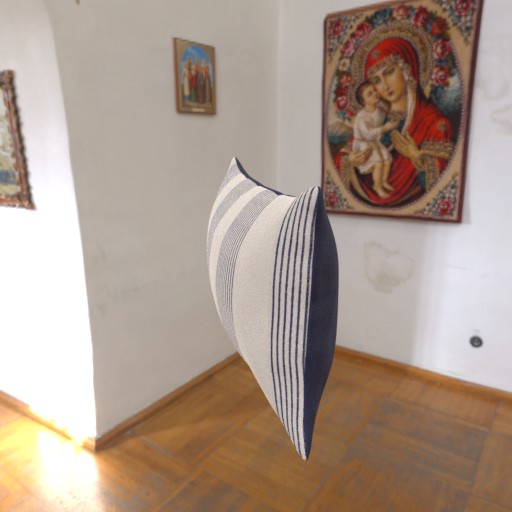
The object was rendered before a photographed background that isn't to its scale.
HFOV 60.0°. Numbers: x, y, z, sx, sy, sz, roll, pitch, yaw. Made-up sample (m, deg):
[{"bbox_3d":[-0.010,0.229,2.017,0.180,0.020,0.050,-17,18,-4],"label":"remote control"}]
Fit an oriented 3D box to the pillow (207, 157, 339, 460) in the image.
[{"bbox_3d":[0.000,0.000,0.709,0.151,0.287,0.610,-2,15,-9],"label":"pillow"}]
